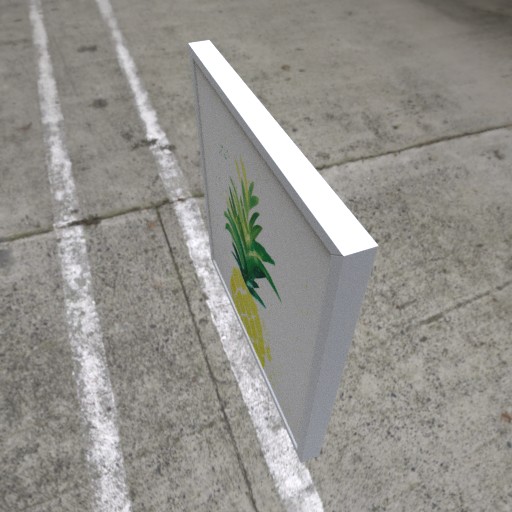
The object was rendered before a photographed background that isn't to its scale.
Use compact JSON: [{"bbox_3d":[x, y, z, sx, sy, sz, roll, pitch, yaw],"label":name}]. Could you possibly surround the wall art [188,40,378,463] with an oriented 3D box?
[{"bbox_3d":[0.000,0.000,0.735,0.035,0.507,0.508,-16,48,-15],"label":"wall art"}]
